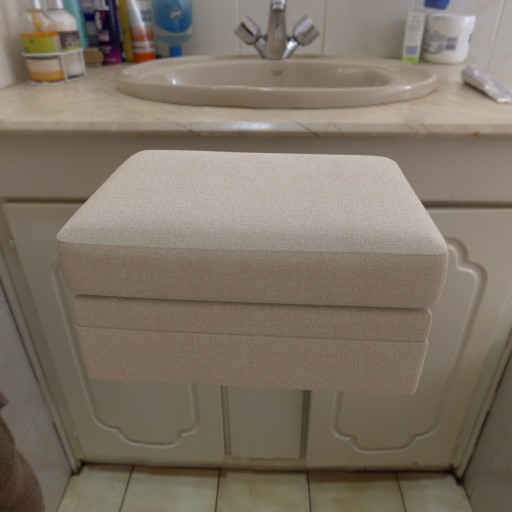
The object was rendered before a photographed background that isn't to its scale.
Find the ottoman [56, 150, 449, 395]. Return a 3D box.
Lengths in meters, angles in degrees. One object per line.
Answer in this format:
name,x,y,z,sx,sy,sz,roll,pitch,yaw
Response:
ottoman,0.000,0.000,1.287,0.885,0.478,0.637,2,31,3
